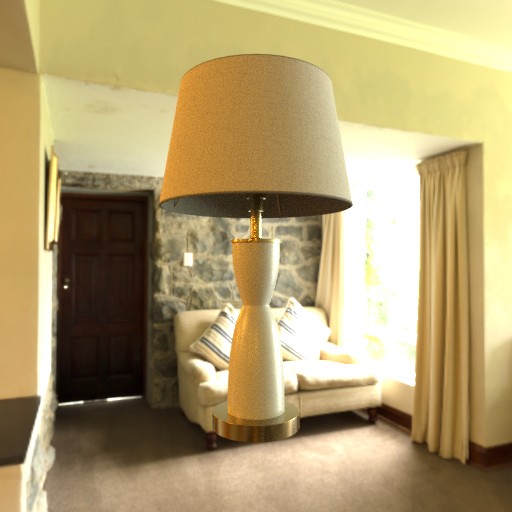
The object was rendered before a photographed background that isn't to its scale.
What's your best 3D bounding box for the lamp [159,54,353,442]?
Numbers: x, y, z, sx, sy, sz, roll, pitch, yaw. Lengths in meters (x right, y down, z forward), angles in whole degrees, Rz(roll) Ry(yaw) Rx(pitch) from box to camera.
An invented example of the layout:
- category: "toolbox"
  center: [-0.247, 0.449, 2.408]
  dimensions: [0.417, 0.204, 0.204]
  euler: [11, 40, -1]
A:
- category: "lamp"
  center: [0.000, 0.000, 0.719]
  dimensions: [0.309, 0.545, 0.309]
  euler: [0, -1, 0]
